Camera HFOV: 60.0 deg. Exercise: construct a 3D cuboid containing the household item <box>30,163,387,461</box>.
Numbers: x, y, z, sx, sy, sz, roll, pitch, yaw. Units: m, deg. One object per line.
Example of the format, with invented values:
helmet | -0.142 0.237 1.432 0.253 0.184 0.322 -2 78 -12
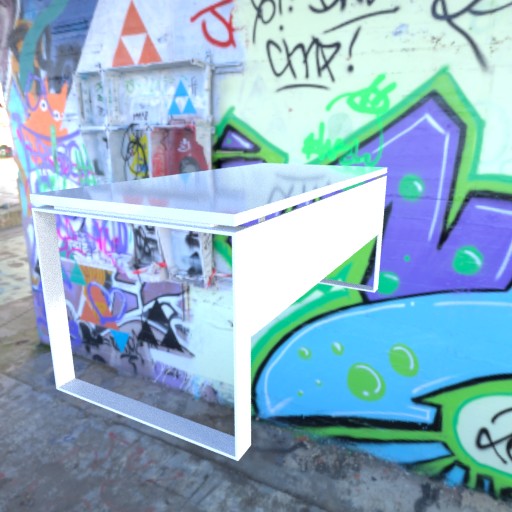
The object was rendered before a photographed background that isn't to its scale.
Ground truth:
household item | 0.000 0.000 2.118 0.800 0.745 1.700 8 18 27
